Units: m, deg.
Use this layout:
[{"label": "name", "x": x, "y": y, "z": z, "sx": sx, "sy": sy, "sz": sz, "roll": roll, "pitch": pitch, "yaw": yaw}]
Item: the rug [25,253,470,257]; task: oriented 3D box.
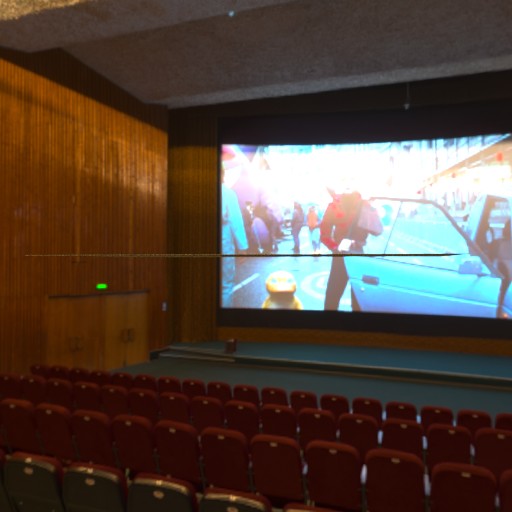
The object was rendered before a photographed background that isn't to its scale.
[{"label": "rug", "x": 0.000, "y": 0.000, "z": 3.006, "sx": 2.453, "sy": 0.003, "sz": 1.519, "roll": 0, "pitch": -1, "yaw": 19}]
